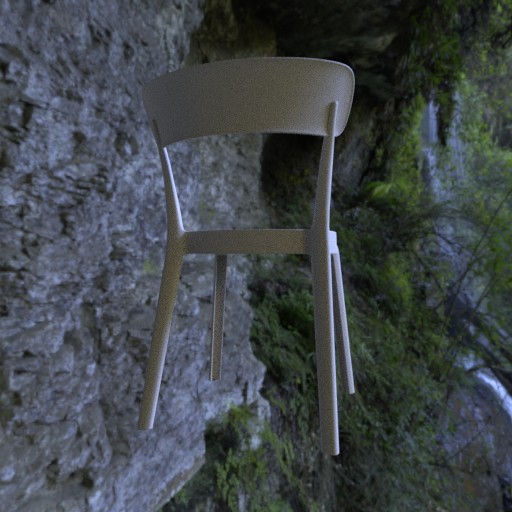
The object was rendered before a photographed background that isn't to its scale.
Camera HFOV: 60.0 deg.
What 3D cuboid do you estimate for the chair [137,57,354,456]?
[{"bbox_3d":[0.000,0.000,1.122,0.506,0.790,0.491,0,0,17],"label":"chair"}]
